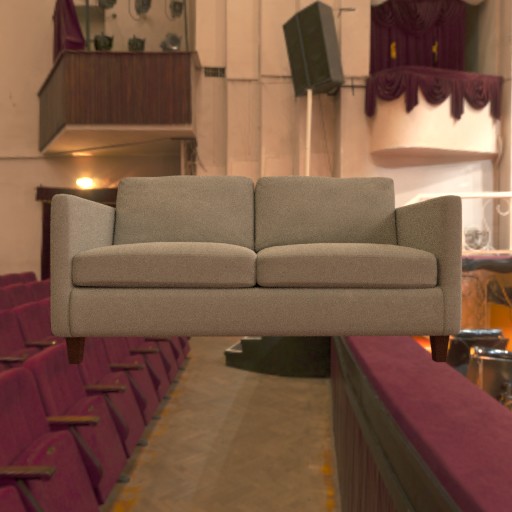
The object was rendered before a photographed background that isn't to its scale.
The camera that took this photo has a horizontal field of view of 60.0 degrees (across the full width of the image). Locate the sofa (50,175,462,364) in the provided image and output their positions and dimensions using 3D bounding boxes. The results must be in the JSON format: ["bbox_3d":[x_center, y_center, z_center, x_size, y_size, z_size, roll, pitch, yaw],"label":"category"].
[{"bbox_3d":[0.000,0.000,2.438,1.884,0.963,0.950,0,1,-1],"label":"sofa"}]
